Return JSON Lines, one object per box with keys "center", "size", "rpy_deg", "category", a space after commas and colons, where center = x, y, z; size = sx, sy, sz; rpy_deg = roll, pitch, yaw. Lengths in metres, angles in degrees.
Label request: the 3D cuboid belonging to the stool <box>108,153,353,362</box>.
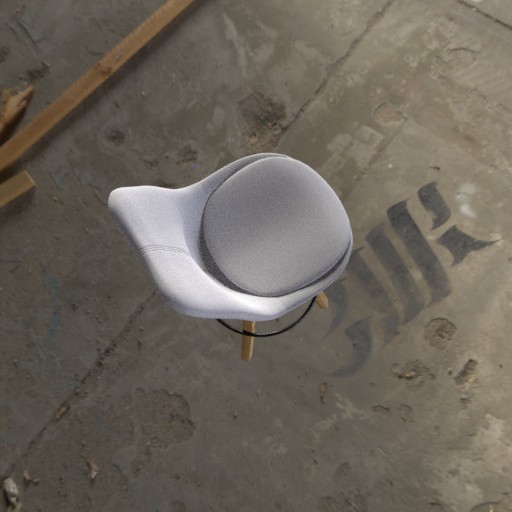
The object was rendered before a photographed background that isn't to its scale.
{"center": [0.000, 0.000, 1.412], "size": [0.550, 1.115, 0.484], "rpy_deg": [-33, 77, -9], "category": "stool"}
